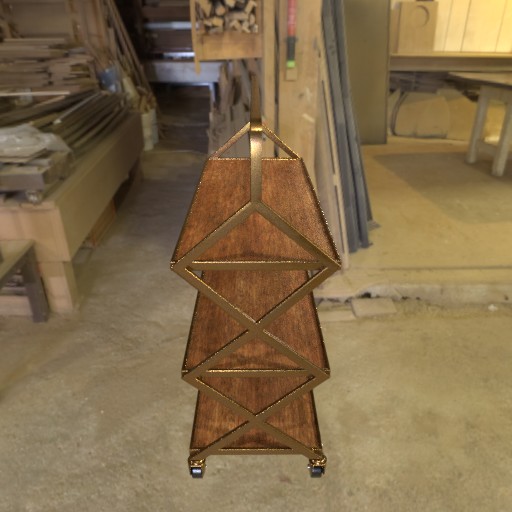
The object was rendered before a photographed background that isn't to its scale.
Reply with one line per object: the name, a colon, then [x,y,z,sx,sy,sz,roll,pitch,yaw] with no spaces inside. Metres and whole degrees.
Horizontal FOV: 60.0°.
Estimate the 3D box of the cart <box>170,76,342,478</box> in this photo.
cart: [0.000,0.000,1.139,0.313,0.805,0.723,0,27,0]
